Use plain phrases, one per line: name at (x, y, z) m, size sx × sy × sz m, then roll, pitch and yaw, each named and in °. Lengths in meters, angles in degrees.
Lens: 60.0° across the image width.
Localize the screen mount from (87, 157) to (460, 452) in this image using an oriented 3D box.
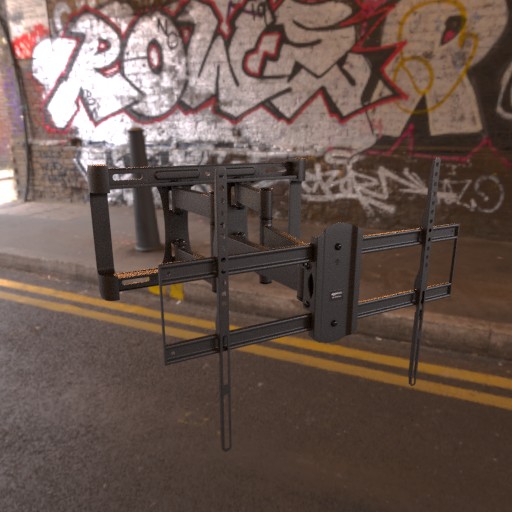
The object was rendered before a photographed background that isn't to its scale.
screen mount at (0.000, 0.000, 1.079) m, size 0.661 × 0.491 × 0.644 m, roll -8°, pitch 18°, yaw -26°
